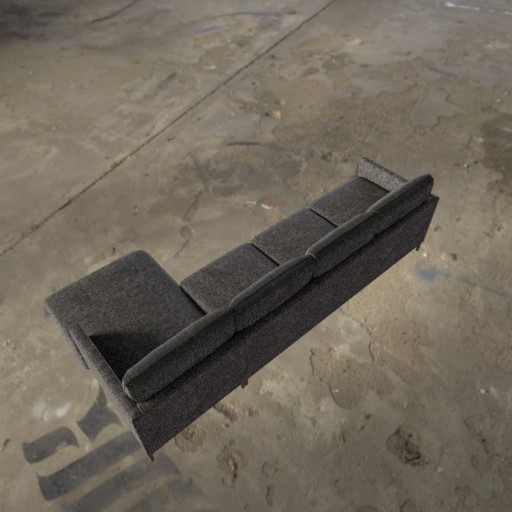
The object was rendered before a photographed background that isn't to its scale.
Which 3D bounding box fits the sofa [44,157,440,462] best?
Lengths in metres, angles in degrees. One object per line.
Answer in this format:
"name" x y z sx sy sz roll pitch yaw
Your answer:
"sofa" 0.000 0.000 4.036 3.384 0.970 1.488 -32 54 -27
